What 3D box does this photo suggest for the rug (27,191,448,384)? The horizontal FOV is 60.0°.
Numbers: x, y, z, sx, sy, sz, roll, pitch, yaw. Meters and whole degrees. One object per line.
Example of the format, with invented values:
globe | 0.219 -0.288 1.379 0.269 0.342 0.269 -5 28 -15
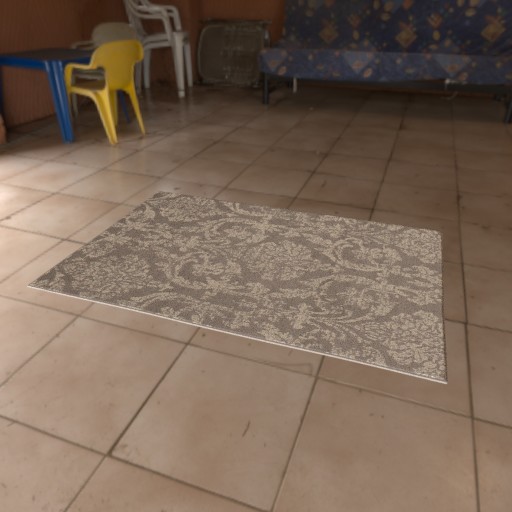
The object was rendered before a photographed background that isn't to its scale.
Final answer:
rug | 0.000 0.000 2.284 1.824 0.012 1.206 10 32 16
